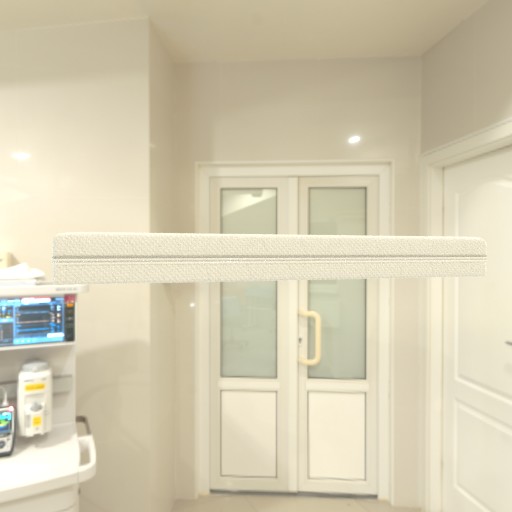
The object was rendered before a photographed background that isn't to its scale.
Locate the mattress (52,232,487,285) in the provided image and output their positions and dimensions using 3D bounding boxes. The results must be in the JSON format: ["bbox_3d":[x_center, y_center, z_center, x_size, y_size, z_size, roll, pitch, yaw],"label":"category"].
[{"bbox_3d":[0.000,0.000,2.584,2.000,0.200,1.400,0,1,-17],"label":"mattress"}]
